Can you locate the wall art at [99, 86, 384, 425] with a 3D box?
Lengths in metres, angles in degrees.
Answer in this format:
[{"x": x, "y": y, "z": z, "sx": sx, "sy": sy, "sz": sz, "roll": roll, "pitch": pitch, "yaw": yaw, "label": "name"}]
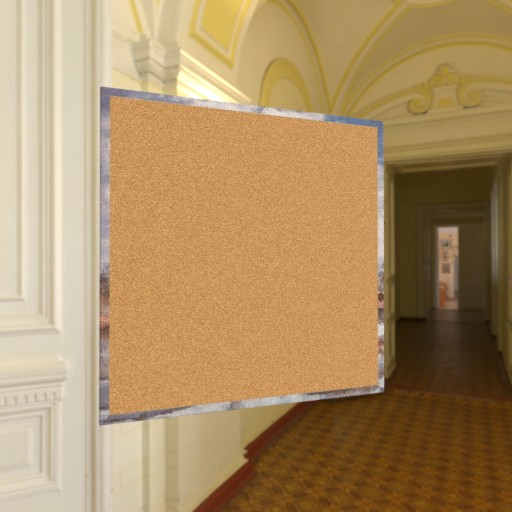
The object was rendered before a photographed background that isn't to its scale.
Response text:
[{"x": 0.000, "y": 0.000, "z": 1.517, "sx": 1.010, "sy": 1.020, "sz": 0.040, "roll": 0, "pitch": -1, "yaw": -20, "label": "wall art"}]
